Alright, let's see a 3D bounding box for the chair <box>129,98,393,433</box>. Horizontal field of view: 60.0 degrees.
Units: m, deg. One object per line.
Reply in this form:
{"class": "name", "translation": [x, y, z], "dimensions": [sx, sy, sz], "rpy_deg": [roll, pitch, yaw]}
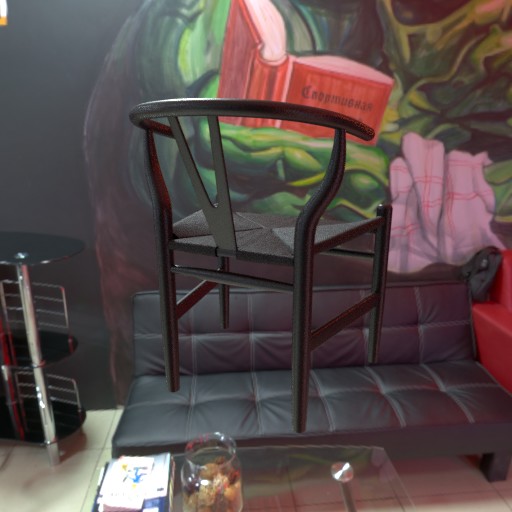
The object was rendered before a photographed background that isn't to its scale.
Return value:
{"class": "chair", "translation": [0.000, 0.000, 1.140], "dimensions": [0.569, 0.730, 0.579], "rpy_deg": [8, 17, 26]}
